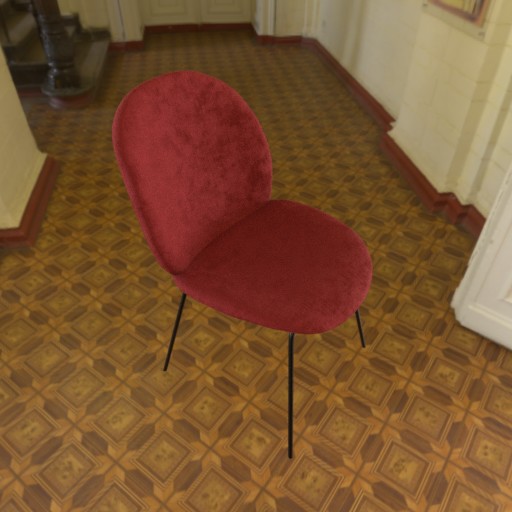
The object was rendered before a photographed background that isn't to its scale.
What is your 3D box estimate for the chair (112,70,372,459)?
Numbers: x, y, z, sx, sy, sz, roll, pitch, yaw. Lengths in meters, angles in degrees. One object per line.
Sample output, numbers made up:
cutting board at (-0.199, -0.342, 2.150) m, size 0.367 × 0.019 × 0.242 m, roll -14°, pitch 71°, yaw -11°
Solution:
chair at (0.000, 0.000, 1.143) m, size 0.587 × 0.791 × 0.458 m, roll 25°, pitch 47°, yaw 26°
